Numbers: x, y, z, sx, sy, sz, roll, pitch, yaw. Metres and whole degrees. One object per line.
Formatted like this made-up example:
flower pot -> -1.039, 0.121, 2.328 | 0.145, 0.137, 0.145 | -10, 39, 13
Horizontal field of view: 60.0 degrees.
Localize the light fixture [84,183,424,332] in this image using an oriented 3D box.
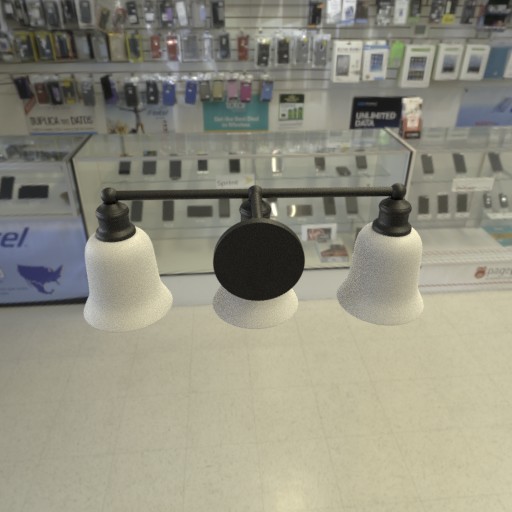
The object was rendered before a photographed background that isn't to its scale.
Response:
light fixture -> 0.000, 0.000, 0.676 | 0.570, 0.211, 0.198 | -1, 31, -2
